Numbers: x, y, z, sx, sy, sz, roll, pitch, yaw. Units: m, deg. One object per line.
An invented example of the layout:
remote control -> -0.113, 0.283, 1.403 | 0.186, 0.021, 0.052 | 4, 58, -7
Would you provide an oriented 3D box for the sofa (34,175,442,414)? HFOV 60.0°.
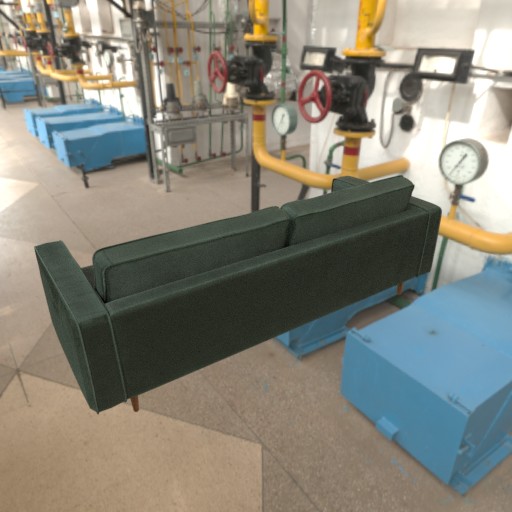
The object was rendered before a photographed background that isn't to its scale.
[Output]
sofa -> 0.000, 0.000, 2.577 | 2.214, 0.781, 0.886 | -17, 32, -30
